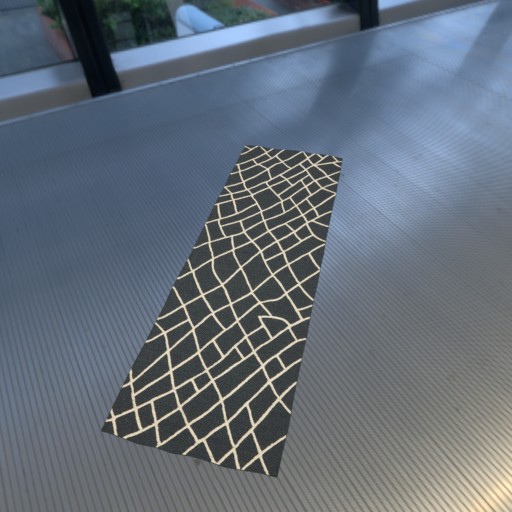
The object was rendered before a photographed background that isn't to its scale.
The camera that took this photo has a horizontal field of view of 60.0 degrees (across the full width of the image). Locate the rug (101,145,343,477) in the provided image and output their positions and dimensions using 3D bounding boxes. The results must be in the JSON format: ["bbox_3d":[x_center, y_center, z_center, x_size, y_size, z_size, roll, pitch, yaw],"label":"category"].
[{"bbox_3d":[0.000,0.000,2.721,0.807,0.010,2.476,10,46,10],"label":"rug"}]
